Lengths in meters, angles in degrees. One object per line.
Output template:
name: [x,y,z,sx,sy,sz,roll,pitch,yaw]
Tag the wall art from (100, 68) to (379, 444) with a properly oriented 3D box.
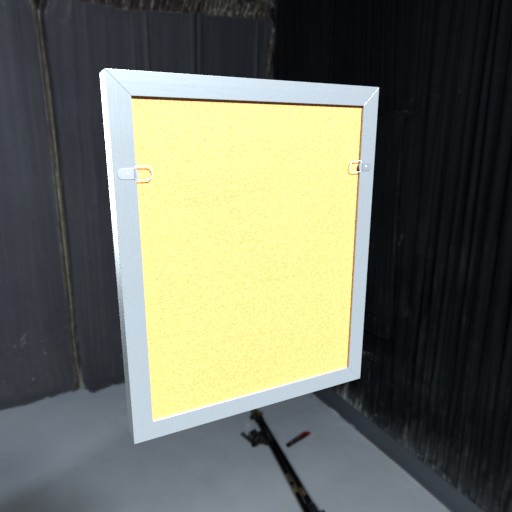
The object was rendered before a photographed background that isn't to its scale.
wall art: [0.000,0.000,0.511,0.308,0.379,0.030,-7,16,-26]
